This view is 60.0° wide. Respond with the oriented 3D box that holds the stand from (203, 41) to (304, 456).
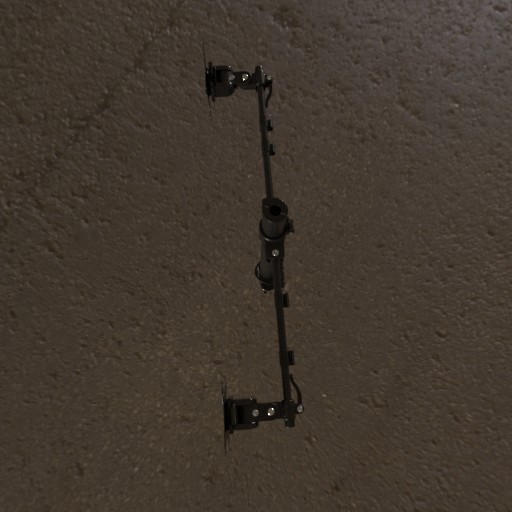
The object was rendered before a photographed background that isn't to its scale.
[{"bbox_3d":[0.000,0.000,1.008,0.150,0.603,0.743,-4,76,-1],"label":"stand"}]
